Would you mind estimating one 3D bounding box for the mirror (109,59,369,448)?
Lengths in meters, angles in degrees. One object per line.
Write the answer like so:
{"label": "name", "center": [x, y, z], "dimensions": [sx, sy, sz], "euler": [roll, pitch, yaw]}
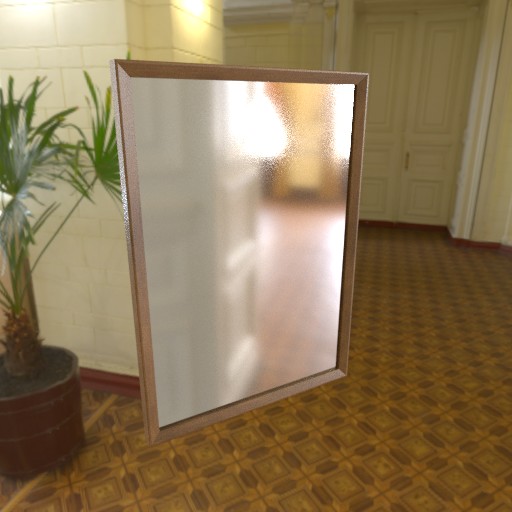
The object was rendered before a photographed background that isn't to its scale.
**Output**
{"label": "mirror", "center": [0.000, 0.000, 0.905], "dimensions": [0.508, 0.711, 0.039], "euler": [-10, 21, -28]}
